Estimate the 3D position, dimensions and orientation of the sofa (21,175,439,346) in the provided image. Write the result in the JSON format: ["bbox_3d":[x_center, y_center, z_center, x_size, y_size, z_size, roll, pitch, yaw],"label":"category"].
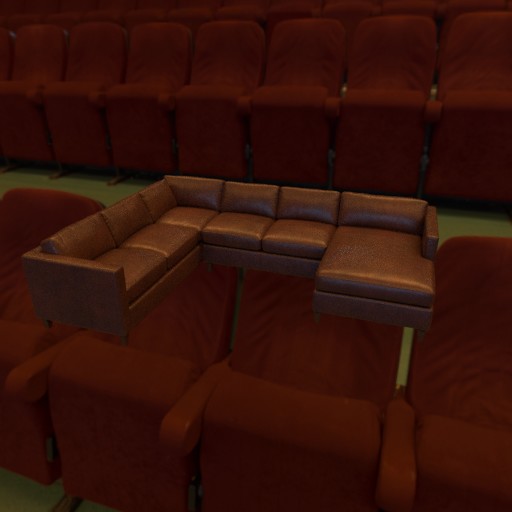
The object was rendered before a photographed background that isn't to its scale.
[{"bbox_3d":[0.000,0.000,4.378,3.324,0.891,2.452,8,26,17],"label":"sofa"}]
